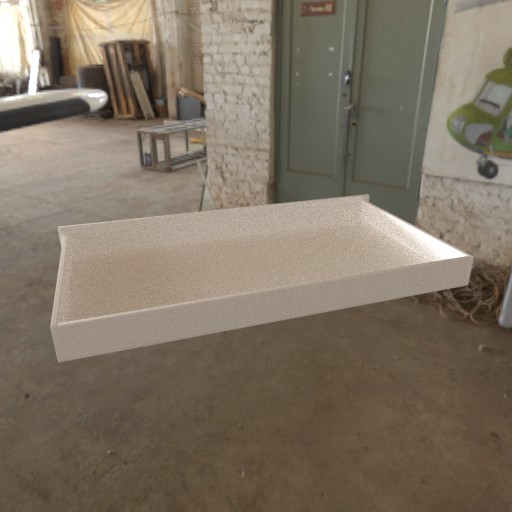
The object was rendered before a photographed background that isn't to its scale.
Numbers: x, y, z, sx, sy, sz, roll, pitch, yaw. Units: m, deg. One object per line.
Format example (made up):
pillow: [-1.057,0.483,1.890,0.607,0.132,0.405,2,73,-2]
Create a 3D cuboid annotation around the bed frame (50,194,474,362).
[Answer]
bed frame: [0.000,0.000,1.551,1.300,0.141,0.670,-8,25,-17]
